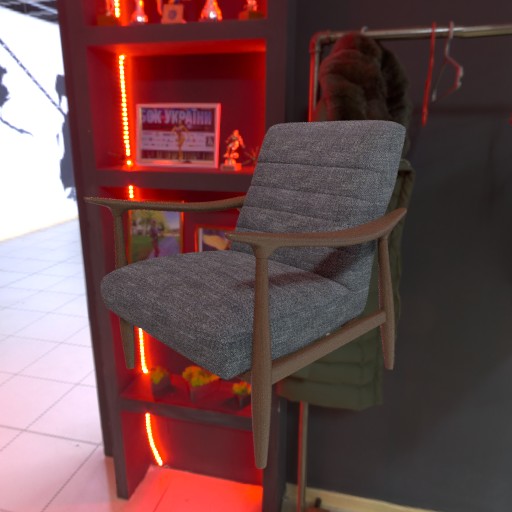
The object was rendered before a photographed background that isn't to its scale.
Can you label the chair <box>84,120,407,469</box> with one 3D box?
[{"bbox_3d":[0.000,0.000,1.414,0.798,0.832,0.741,-15,22,-42],"label":"chair"}]
